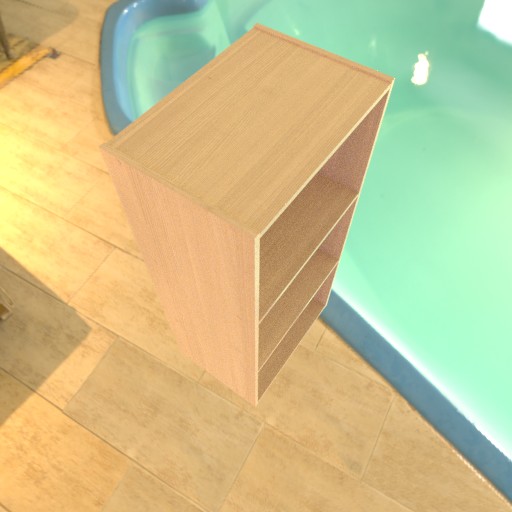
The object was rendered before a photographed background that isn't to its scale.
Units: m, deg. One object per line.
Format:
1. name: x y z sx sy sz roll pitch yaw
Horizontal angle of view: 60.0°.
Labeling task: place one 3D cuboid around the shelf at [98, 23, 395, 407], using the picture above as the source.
1. shelf: 0.000 0.000 1.087 0.292 0.876 0.417 31 63 18
